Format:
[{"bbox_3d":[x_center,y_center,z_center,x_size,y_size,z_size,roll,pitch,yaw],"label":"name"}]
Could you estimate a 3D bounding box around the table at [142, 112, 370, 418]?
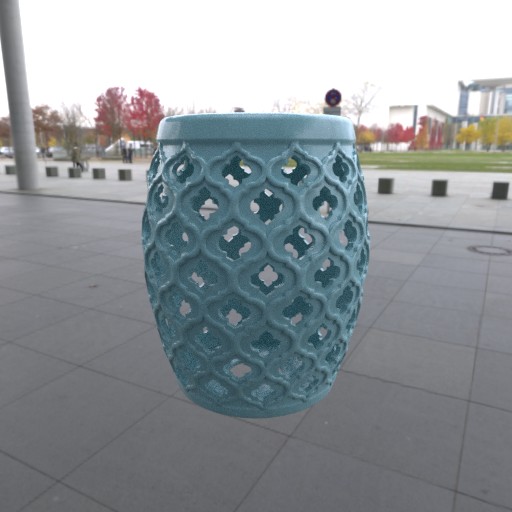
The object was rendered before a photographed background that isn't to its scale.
[{"bbox_3d":[0.000,0.000,0.656,0.325,0.388,0.325,0,14,0],"label":"table"}]
